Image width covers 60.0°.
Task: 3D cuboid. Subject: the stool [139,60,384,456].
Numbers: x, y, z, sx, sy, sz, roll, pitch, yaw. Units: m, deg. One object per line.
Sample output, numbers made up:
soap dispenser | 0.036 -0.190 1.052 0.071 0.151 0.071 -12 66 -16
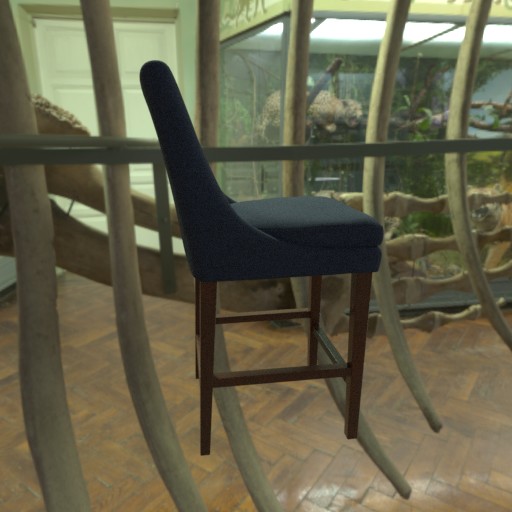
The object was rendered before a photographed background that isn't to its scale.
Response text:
stool | 0.000 0.000 1.276 0.577 0.981 0.470 -3 16 -9
